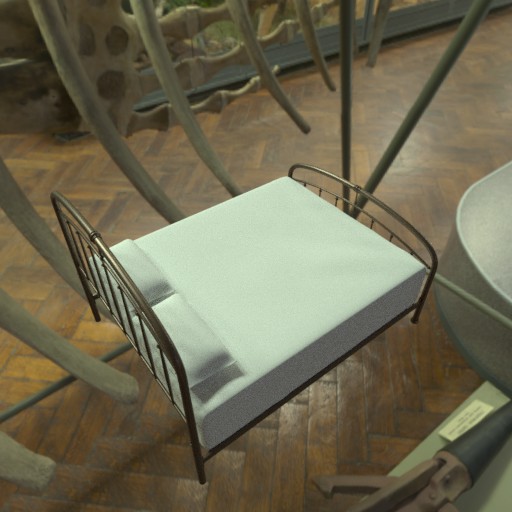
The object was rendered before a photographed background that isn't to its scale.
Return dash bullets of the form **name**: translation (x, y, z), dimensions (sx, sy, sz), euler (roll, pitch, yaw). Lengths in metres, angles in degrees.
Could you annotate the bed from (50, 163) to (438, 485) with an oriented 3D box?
- **bed**: translation (0.000, 0.000, 3.256), dimensions (2.168, 1.475, 1.711), euler (-27, 49, -27)
